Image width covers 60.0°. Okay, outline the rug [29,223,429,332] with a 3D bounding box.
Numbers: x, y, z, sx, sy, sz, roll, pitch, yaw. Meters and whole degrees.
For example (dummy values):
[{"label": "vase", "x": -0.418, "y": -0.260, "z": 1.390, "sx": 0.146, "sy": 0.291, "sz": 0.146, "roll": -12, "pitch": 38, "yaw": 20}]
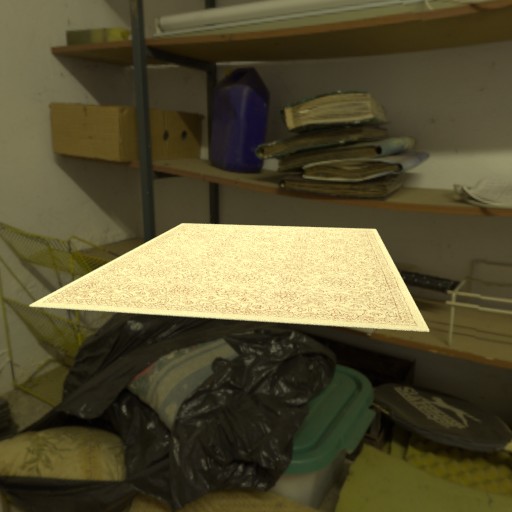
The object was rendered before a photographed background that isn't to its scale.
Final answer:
[{"label": "rug", "x": 0.000, "y": 0.000, "z": 4.092, "sx": 2.441, "sy": 0.015, "sz": 3.050, "roll": 2, "pitch": 14, "yaw": 9}]
